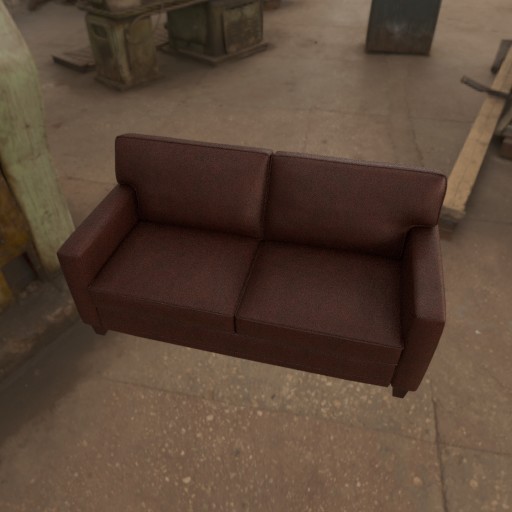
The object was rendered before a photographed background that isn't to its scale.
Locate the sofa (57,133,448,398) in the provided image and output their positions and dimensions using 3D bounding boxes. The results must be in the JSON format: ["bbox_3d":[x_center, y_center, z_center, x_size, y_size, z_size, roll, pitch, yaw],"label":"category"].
[{"bbox_3d":[0.000,0.000,2.401,1.876,0.928,0.912,9,42,11],"label":"sofa"}]
